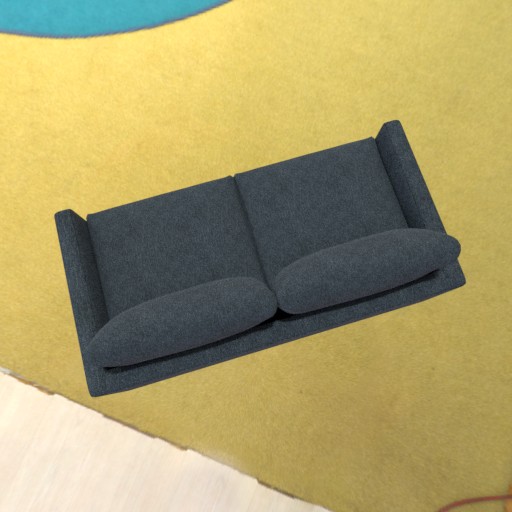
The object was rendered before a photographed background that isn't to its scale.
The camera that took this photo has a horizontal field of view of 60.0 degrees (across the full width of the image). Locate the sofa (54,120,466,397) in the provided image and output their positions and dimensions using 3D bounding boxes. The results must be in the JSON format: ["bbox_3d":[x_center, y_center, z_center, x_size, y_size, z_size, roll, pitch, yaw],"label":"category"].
[{"bbox_3d":[0.000,0.000,2.167,1.716,0.862,0.866,-16,77,-4],"label":"sofa"}]
